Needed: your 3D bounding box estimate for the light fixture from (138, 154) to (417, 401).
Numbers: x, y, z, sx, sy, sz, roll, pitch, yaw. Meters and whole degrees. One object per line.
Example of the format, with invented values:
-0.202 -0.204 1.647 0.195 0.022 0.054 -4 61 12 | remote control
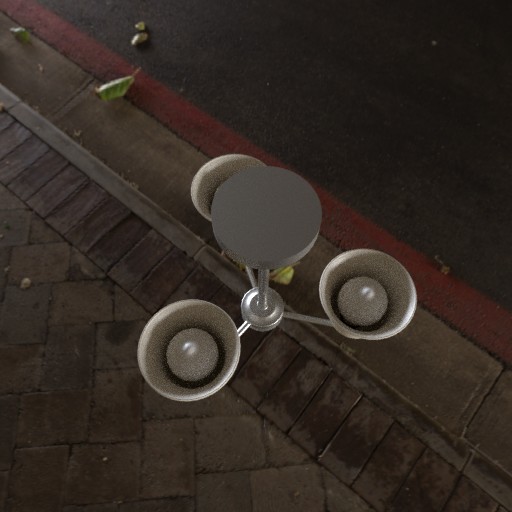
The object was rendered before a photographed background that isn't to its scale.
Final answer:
0.000 0.000 0.662 0.388 0.370 0.354 -16 65 -8 | light fixture
